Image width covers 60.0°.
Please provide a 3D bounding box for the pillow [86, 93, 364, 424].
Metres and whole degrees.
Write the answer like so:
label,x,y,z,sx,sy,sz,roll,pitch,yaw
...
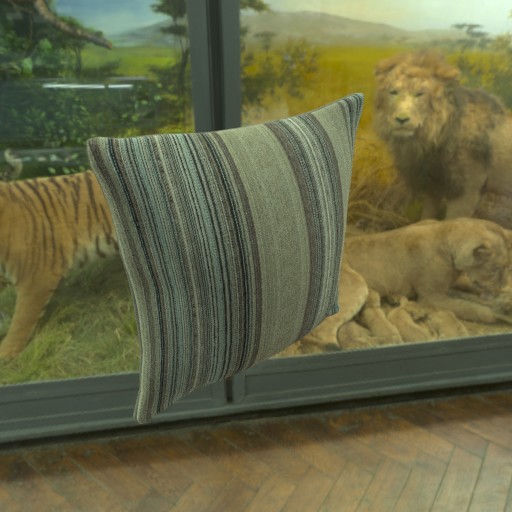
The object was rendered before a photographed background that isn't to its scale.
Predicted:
label,x,y,z,sx,sy,sz,roll,pitch,yaw
pillow,0.000,0.000,0.656,0.435,0.416,0.189,-22,36,-34
